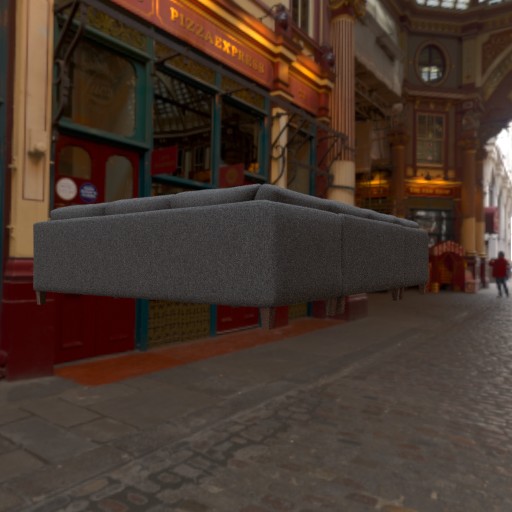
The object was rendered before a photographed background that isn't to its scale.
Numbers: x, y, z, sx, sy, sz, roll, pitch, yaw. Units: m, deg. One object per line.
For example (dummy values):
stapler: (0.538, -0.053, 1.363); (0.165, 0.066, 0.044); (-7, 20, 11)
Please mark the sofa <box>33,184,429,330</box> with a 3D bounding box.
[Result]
sofa: (0.000, 0.000, 4.425); (2.551, 0.853, 3.238); (0, -1, 36)
